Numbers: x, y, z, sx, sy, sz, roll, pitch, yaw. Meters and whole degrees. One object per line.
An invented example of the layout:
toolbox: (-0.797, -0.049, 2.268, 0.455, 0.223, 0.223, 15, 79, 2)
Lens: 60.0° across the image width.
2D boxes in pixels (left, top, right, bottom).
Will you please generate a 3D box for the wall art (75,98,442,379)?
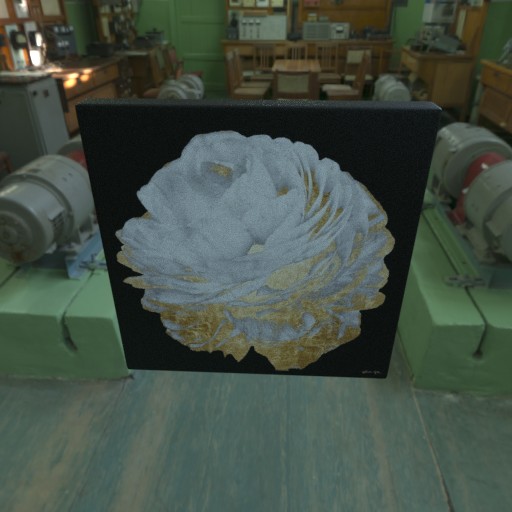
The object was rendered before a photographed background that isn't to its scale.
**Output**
wall art: (0.000, 0.000, 0.607, 0.406, 0.407, 0.041, 1, 30, 2)
